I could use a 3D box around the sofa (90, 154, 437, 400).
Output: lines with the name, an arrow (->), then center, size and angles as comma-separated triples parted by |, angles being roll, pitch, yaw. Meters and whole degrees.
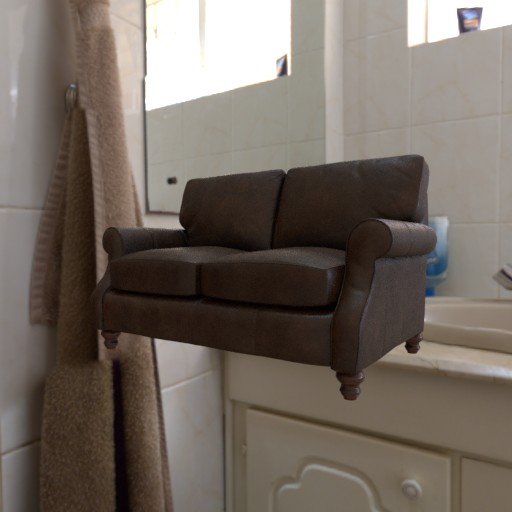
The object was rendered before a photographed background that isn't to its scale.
sofa -> 0.000, 0.000, 2.258 | 1.616, 0.976, 0.990 | 1, 2, 34
